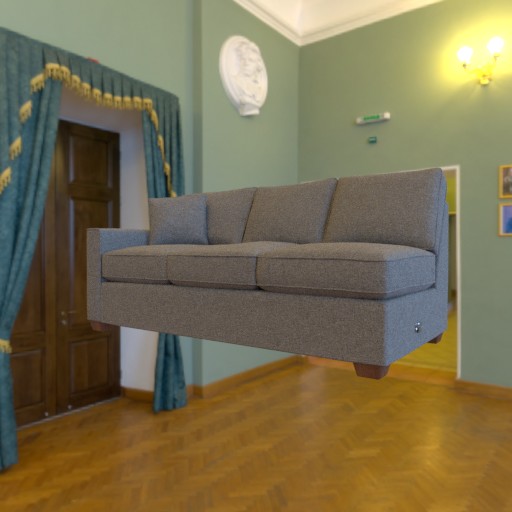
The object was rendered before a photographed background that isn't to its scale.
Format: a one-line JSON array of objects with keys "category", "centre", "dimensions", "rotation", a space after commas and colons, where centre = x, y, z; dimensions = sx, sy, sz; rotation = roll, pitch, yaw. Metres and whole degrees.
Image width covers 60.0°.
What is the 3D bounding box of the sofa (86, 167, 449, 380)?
[{"category": "sofa", "centre": [0.000, 0.000, 2.625], "dimensions": [1.963, 0.946, 1.034], "rotation": [0, 1, 36]}]
